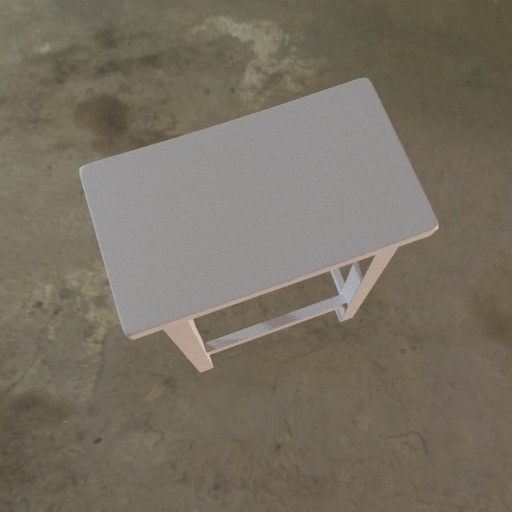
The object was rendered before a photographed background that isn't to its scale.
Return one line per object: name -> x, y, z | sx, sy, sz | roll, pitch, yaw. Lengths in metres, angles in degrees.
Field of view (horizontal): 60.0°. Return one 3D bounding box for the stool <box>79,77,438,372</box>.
stool -> 0.000, 0.000, 0.853 | 0.406, 0.610, 0.322 | -19, 76, -5
